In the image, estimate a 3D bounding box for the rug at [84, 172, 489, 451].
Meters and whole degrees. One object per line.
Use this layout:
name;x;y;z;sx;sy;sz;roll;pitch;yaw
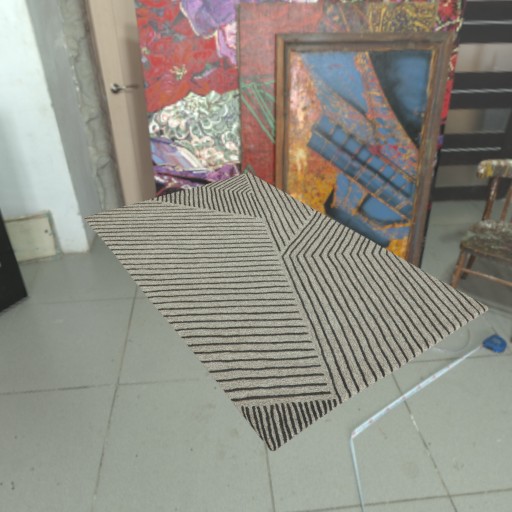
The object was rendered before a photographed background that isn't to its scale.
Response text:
rug;0.000;0.000;2.948;1.539;0.023;2.406;-21;39;-29
